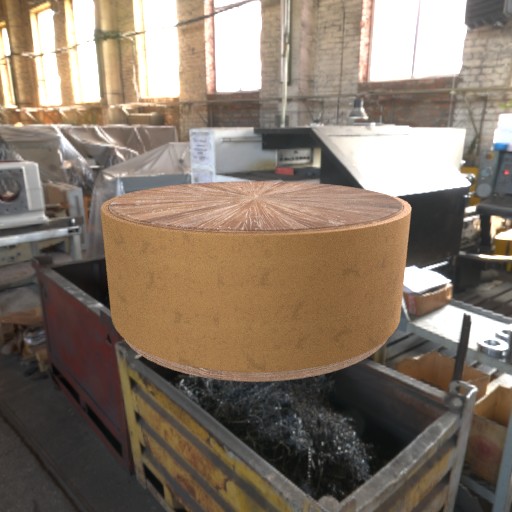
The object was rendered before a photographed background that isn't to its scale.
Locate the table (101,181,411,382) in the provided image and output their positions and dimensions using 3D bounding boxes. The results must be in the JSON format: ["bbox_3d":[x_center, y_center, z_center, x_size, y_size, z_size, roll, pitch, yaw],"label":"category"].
[{"bbox_3d":[0.000,0.000,1.562,1.001,0.409,1.001,0,17,0],"label":"table"}]
